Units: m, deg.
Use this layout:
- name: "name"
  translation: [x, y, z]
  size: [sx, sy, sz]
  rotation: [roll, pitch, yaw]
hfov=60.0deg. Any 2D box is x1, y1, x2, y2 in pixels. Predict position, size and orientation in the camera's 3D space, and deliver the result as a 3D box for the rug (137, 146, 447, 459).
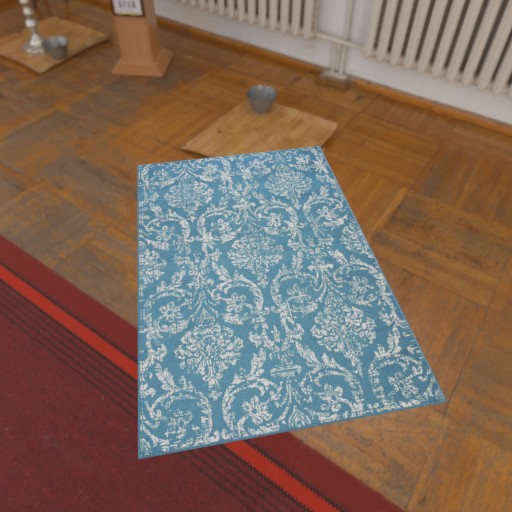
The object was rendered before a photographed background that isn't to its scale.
- name: "rug"
  translation: [0.000, 0.000, 3.453]
  size: [1.816, 0.018, 2.746]
  rotation: [-8, 48, -7]
